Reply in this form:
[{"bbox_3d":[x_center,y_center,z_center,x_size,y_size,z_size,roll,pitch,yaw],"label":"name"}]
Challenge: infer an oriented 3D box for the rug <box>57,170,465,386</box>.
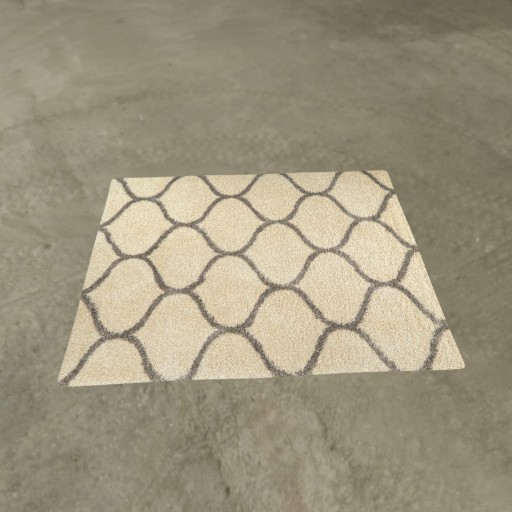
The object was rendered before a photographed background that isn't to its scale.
[{"bbox_3d":[0.000,0.000,4.039,3.000,0.026,2.399,-2,48,-2],"label":"rug"}]
